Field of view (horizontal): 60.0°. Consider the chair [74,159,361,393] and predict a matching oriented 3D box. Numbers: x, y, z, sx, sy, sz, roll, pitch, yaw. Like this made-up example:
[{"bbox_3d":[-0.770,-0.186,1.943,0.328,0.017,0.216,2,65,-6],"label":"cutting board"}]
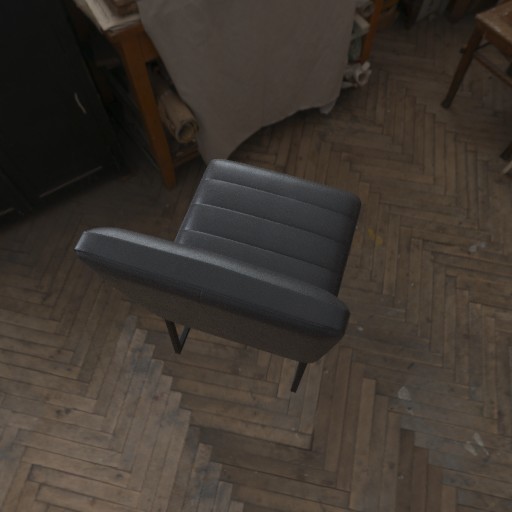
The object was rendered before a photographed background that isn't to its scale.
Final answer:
[{"bbox_3d":[0.000,0.000,1.296,0.520,0.930,0.634,16,65,8],"label":"chair"}]
